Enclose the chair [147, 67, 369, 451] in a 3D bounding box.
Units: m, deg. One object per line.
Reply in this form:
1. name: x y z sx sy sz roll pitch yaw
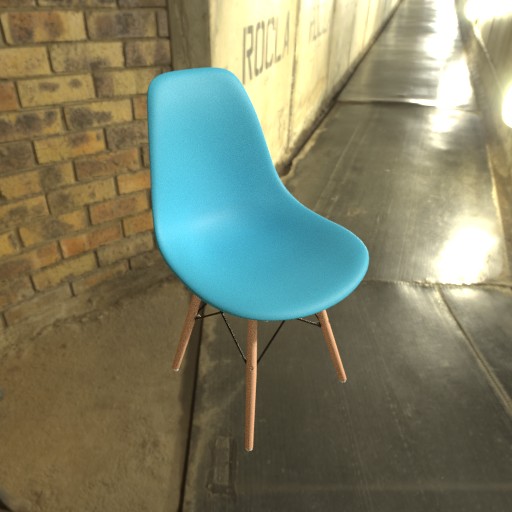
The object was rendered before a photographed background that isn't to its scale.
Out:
1. chair: 0.000 0.000 1.130 0.470 0.826 0.531 -23 38 -33
